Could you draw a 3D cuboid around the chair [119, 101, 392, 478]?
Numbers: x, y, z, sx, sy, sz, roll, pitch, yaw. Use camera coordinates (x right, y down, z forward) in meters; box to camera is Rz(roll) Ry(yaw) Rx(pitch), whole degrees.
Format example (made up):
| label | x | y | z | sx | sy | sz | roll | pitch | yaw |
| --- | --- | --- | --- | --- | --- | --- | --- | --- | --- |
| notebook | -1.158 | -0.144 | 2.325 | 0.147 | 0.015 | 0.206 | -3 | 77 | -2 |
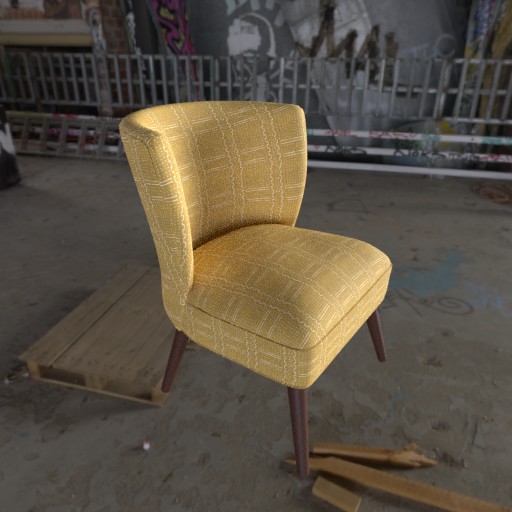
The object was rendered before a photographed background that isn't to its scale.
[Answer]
| label | x | y | z | sx | sy | sz | roll | pitch | yaw |
| --- | --- | --- | --- | --- | --- | --- | --- | --- | --- |
| chair | 0.000 | 0.000 | 1.404 | 0.758 | 0.866 | 0.706 | 17 | 31 | 31 |
